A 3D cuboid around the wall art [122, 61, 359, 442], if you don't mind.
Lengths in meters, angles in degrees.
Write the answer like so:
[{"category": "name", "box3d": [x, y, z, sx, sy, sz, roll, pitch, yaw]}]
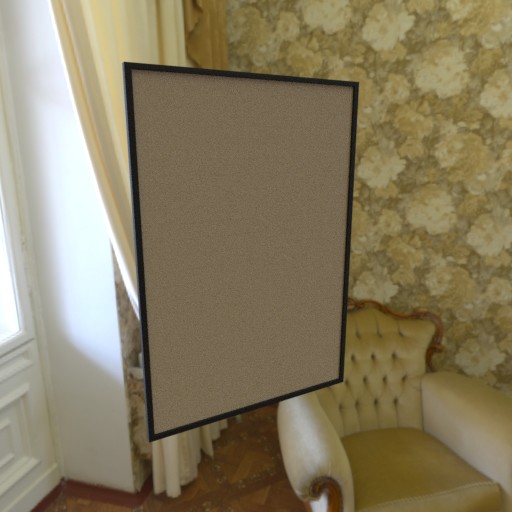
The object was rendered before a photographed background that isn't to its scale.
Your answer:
[{"category": "wall art", "box3d": [0.000, 0.000, 0.859, 0.460, 0.660, 0.013, -7, 16, -28]}]
